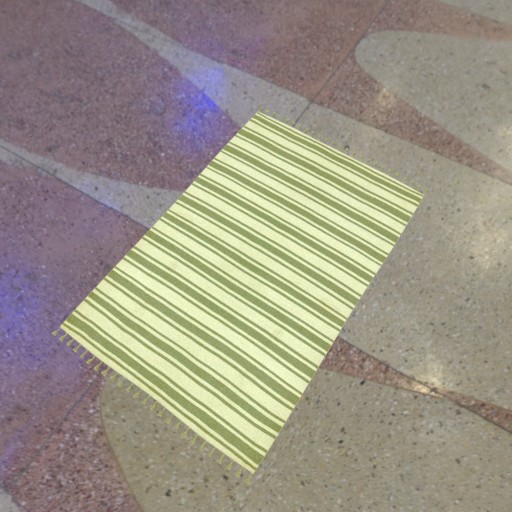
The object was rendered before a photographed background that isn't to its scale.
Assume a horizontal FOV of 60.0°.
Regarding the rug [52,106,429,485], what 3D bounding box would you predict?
[{"bbox_3d":[0.000,0.000,3.105,1.540,0.018,2.435,31,67,15],"label":"rug"}]
